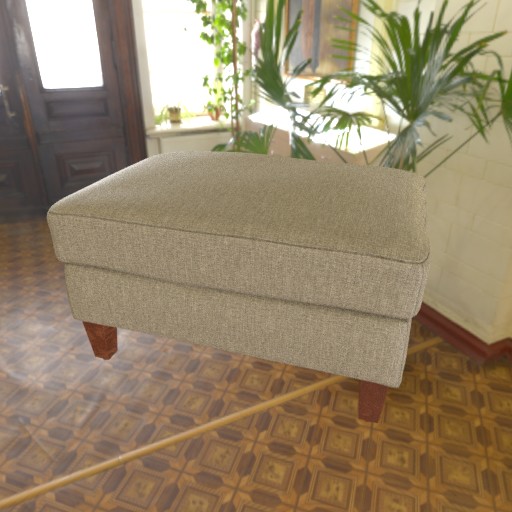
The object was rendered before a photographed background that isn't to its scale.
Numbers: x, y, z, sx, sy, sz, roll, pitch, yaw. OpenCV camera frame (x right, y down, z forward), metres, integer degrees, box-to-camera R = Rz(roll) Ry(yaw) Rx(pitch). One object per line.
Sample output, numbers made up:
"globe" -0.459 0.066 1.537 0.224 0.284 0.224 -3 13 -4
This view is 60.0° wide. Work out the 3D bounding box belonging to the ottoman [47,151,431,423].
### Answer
"ottoman" 0.000 0.000 1.259 0.873 0.494 0.639 8 28 16
